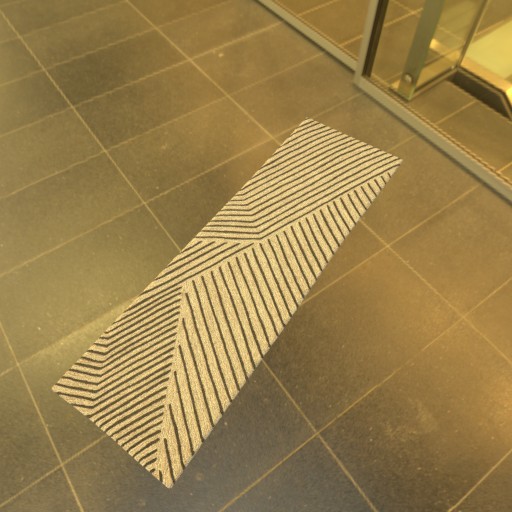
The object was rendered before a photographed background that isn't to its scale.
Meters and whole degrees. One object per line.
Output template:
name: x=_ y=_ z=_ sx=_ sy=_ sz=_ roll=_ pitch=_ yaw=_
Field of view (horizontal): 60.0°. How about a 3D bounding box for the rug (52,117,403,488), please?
rug: x=0.000 y=0.000 z=2.610 sx=0.773 sy=0.020 sz=2.439 roll=30 pitch=62 yaw=18
